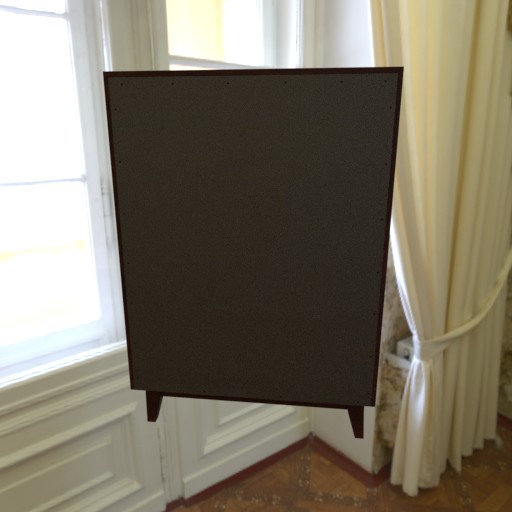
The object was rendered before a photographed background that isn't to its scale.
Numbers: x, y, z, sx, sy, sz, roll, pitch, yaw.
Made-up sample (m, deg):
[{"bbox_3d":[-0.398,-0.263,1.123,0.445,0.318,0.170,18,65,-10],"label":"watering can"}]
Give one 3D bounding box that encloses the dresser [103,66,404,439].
[{"bbox_3d":[0.000,0.000,2.012,1.072,1.514,0.506,2,16,7],"label":"dresser"}]
